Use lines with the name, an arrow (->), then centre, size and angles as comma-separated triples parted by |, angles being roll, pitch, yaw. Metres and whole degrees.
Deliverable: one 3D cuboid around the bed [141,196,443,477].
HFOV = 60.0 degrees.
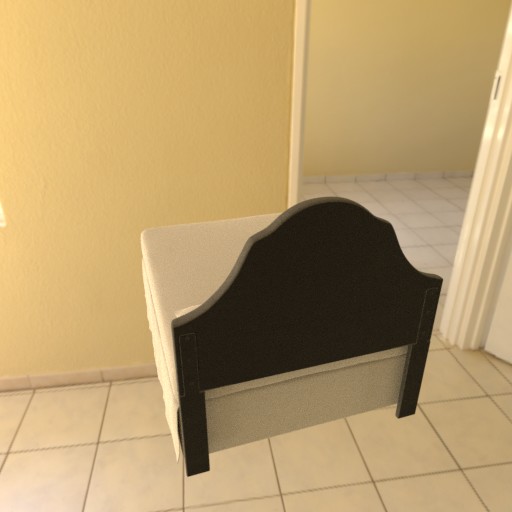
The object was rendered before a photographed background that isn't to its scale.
bed -> 0.000, 0.000, 3.306 | 1.636, 1.575, 2.155 | -8, 27, -16
